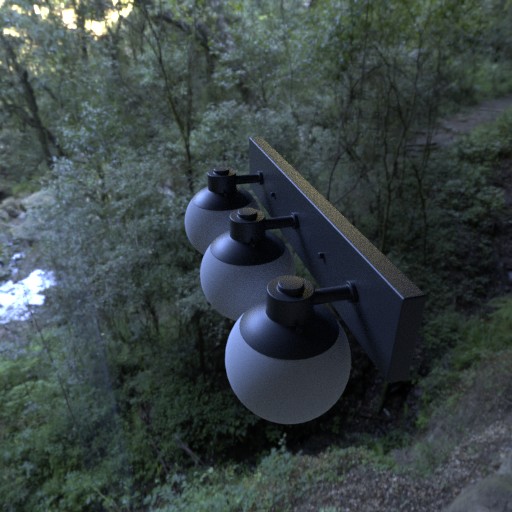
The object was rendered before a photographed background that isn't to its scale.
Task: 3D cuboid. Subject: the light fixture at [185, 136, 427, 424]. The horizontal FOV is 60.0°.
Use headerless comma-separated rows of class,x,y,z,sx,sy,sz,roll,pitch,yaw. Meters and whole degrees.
light fixture,0.000,0.000,0.853,0.218,0.263,0.721,-8,31,-13
